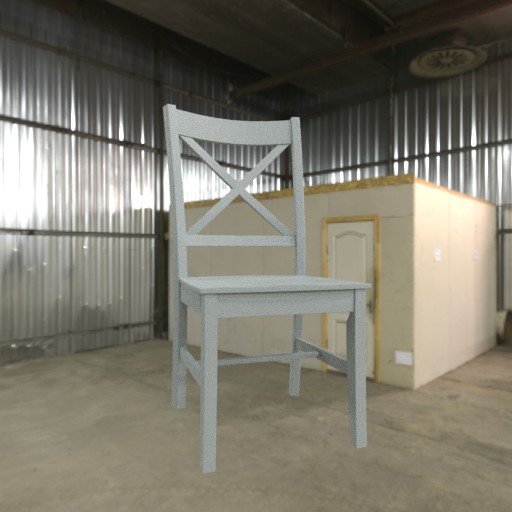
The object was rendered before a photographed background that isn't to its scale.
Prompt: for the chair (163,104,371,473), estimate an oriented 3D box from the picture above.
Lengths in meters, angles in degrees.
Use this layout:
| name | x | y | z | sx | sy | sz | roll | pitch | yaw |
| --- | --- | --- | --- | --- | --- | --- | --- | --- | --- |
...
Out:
| name | x | y | z | sx | sy | sz | roll | pitch | yaw |
| --- | --- | --- | --- | --- | --- | --- | --- | --- | --- |
| chair | 0.000 | 0.000 | 1.317 | 0.485 | 0.983 | 0.542 | 0 | 1 | -18 |
